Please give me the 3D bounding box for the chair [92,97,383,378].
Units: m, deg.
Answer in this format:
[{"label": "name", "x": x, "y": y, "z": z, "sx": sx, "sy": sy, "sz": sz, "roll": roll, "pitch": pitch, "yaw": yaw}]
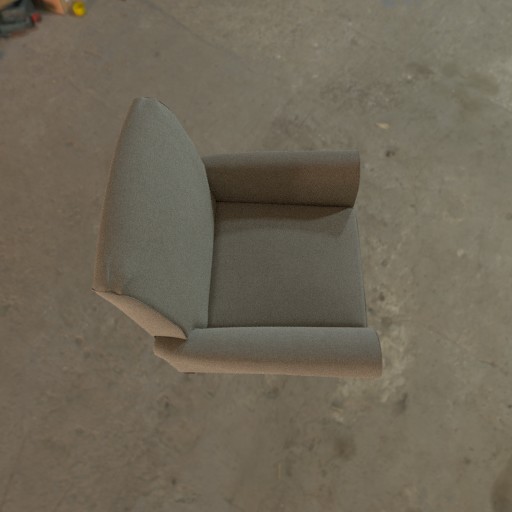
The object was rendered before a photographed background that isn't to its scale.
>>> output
[{"label": "chair", "x": 0.000, "y": 0.000, "z": 1.787, "sx": 0.905, "sy": 1.061, "sz": 0.978, "roll": 1, "pitch": 62, "yaw": 1}]
